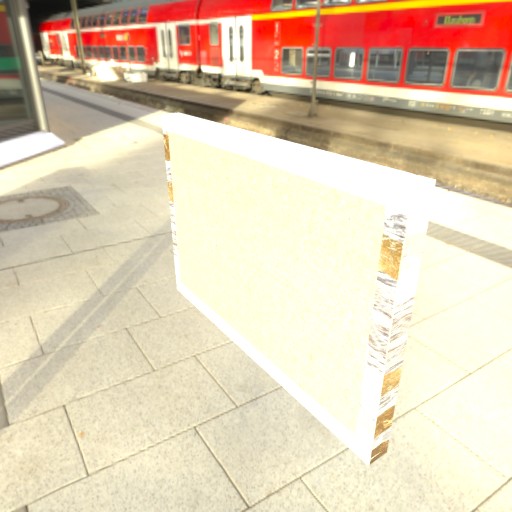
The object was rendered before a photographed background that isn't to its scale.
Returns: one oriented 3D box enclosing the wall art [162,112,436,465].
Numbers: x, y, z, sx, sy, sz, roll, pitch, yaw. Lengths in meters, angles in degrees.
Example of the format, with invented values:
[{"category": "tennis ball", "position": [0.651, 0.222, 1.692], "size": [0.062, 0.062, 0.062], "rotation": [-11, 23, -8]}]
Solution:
[{"category": "wall art", "position": [0.000, 0.000, 0.769], "size": [0.041, 0.407, 0.606], "rotation": [-17, 31, -31]}]
